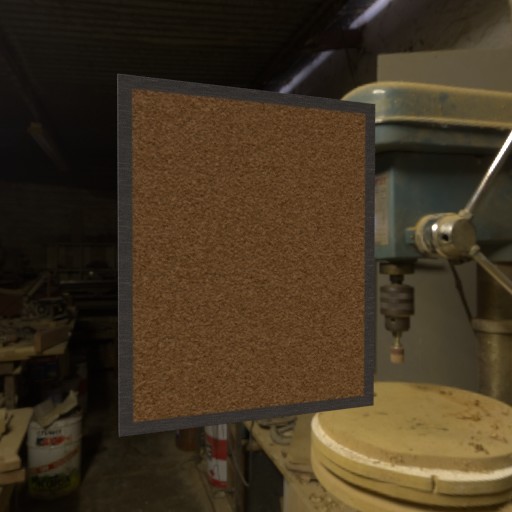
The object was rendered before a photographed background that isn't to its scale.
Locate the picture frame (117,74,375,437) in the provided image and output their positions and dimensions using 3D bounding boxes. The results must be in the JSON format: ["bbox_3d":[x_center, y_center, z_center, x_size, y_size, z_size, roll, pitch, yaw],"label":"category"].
[{"bbox_3d":[0.000,0.000,0.764,0.454,0.559,0.029,0,1,-18],"label":"picture frame"}]
